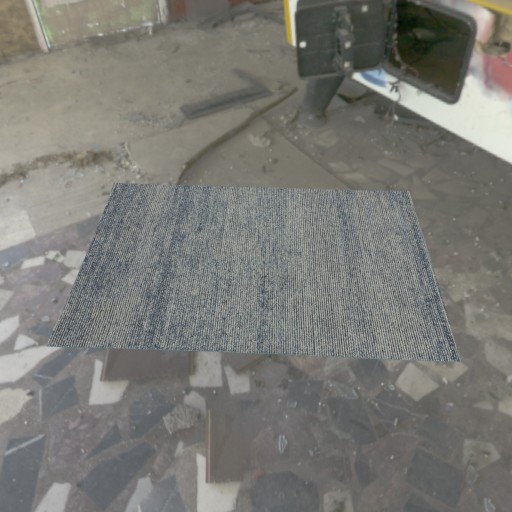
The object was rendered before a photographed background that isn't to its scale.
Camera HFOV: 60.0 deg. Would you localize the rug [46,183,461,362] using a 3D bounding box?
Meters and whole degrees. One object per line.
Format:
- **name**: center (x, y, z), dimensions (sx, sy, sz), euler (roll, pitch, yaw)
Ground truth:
- **rug**: center (0.000, 0.000, 2.268), dimensions (1.777, 0.021, 1.145), euler (2, 47, 2)
